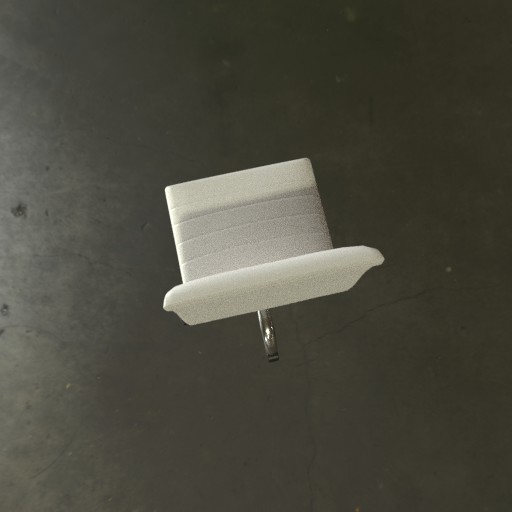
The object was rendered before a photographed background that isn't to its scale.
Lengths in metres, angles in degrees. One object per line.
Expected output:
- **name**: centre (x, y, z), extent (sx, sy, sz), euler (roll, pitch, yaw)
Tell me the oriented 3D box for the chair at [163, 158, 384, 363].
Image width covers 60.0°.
- **chair**: centre (0.000, 0.000, 1.163), extent (0.556, 0.780, 0.530), euler (-12, 75, -3)
